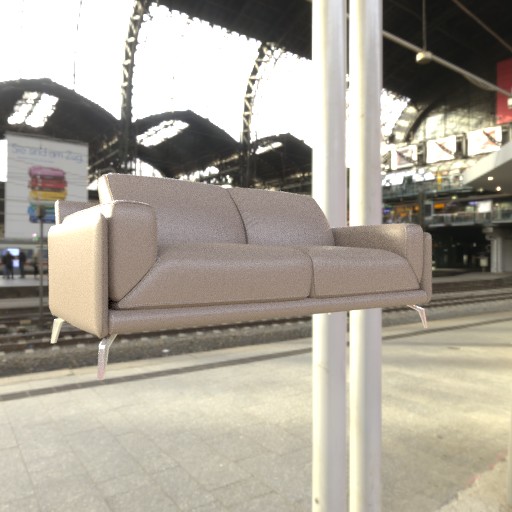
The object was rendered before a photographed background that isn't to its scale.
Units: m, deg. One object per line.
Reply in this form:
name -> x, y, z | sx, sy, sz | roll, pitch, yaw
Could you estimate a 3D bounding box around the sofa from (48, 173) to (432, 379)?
sofa -> 0.000, 0.000, 2.558 | 2.101, 0.930, 1.049 | 0, -1, -36
